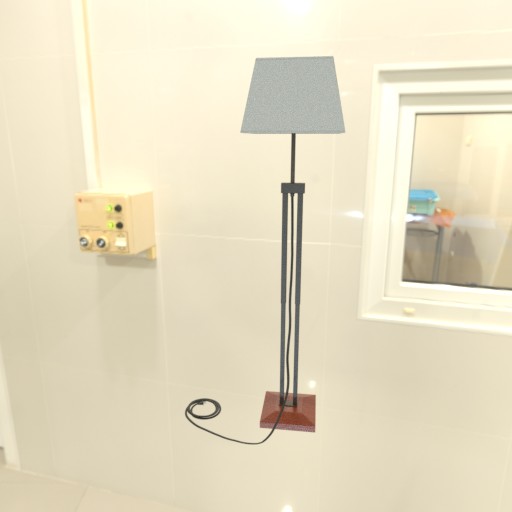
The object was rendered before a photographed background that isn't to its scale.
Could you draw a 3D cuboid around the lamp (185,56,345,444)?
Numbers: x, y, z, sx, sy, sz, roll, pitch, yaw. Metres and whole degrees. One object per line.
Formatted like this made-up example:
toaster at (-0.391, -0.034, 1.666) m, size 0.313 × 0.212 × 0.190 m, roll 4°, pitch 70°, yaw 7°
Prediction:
lamp at (0.000, 0.000, 2.054) m, size 0.745 × 1.712 × 0.472 m, roll 2°, pitch 15°, yaw 8°
